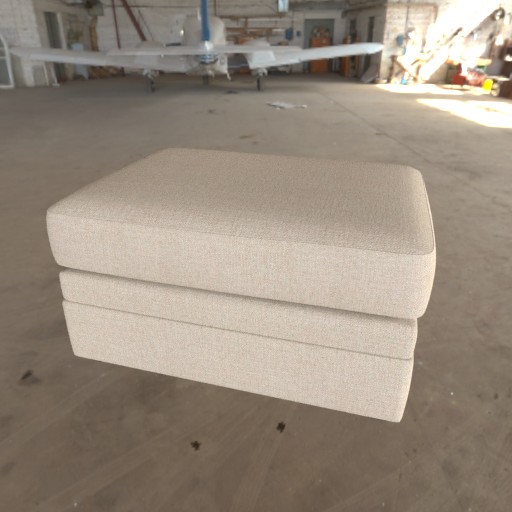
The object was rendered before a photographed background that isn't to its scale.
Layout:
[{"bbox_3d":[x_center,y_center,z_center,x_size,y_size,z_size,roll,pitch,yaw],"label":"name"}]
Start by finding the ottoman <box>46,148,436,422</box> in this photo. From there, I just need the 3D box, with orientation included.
[{"bbox_3d":[0.000,0.000,1.249,0.885,0.478,0.637,7,27,14],"label":"ottoman"}]
